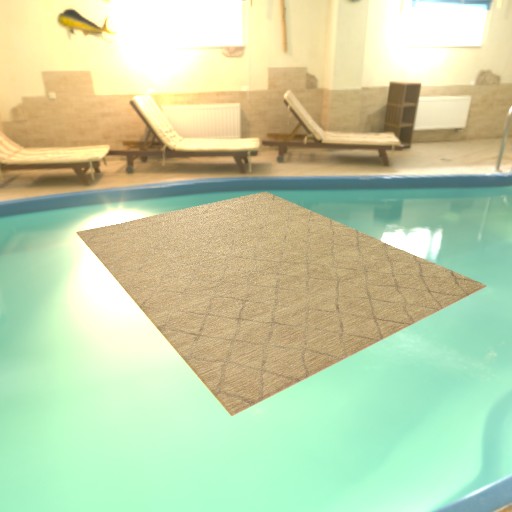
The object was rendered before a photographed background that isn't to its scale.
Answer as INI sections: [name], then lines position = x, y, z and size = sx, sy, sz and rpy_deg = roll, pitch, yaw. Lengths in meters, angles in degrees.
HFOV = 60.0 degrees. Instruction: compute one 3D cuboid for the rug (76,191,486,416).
[rug]
position = 0.000, 0.000, 4.078
size = 2.420, 0.019, 3.038
rpy_deg = -17, 30, -31
